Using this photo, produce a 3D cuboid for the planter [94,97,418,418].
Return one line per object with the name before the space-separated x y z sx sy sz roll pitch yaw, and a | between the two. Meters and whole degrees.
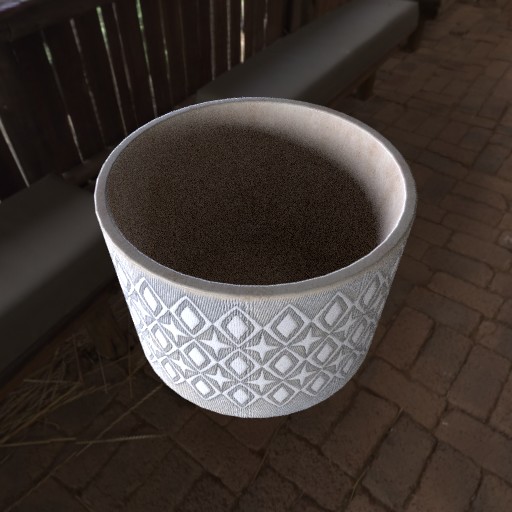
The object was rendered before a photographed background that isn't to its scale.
planter | 0.000 0.000 0.277 0.164 0.127 0.164 0 47 0
